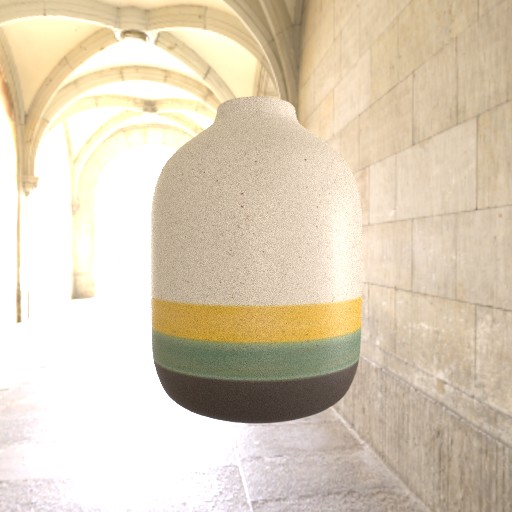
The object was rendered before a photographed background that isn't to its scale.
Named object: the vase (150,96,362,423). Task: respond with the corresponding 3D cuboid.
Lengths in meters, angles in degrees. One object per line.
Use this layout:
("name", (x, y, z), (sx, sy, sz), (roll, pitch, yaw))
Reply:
("vase", (0.000, 0.000, 0.364), (0.169, 0.240, 0.169), (0, 1, 0))
